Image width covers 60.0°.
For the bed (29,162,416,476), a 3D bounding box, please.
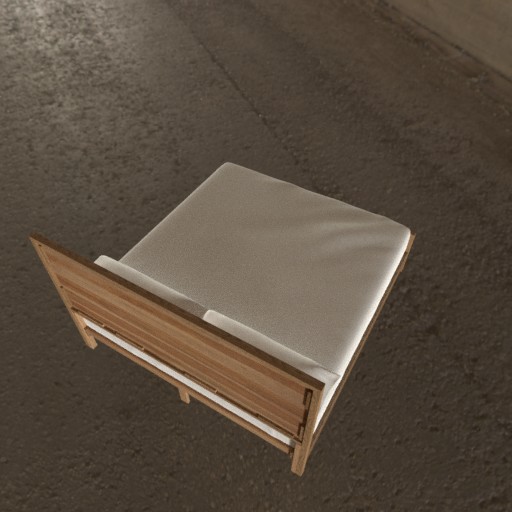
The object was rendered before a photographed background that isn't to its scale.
[{"bbox_3d":[0.000,0.000,3.534,2.013,1.295,2.184,24,52,20],"label":"bed"}]
